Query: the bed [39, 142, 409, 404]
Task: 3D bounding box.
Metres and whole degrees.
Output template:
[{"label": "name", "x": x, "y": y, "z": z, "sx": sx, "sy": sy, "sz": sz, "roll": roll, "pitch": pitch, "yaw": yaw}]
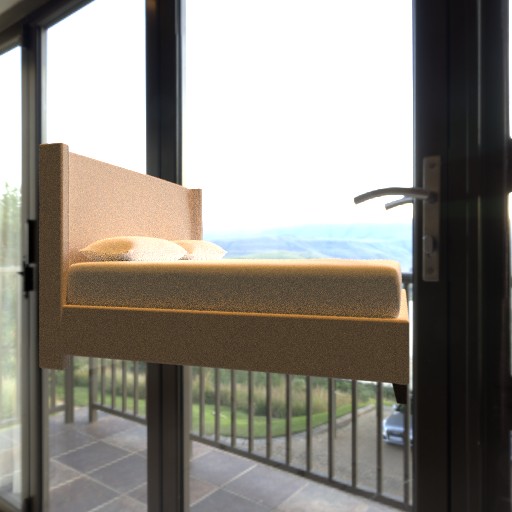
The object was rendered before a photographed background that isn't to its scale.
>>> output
[{"label": "bed", "x": 0.000, "y": 0.000, "z": 3.556, "sx": 2.293, "sy": 1.471, "sz": 2.145, "roll": 0, "pitch": 0, "yaw": 18}]
